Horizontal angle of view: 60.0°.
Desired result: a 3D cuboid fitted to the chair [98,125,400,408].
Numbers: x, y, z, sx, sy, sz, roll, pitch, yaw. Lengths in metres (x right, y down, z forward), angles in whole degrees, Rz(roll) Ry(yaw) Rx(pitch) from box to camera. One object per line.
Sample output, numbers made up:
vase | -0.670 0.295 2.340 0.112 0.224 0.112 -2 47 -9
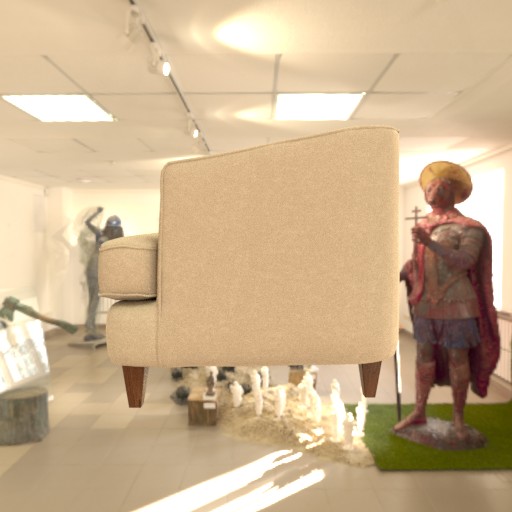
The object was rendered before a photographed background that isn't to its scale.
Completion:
chair | 0.000 0.000 1.768 0.941 0.852 1.104 0 2 0
